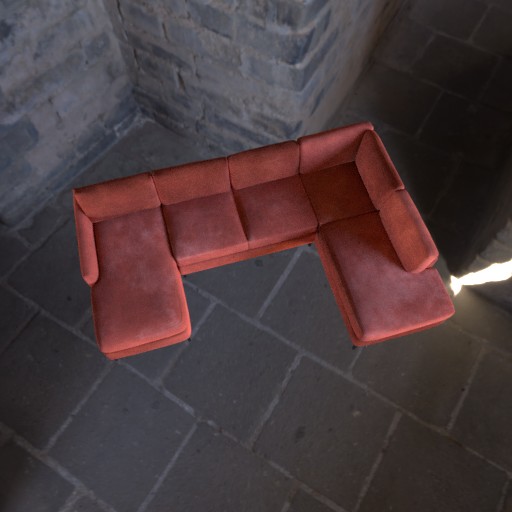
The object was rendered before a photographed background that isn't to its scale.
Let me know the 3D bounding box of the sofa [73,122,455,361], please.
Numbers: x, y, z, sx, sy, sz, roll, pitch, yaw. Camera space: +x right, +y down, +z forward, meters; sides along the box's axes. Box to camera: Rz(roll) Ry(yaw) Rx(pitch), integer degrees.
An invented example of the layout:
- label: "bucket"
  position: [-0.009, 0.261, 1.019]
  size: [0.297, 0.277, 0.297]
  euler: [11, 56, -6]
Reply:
- label: "sofa"
  position: [0.000, 0.000, 3.972]
  size: [2.971, 0.858, 1.981]
  euler: [-14, 65, -7]
